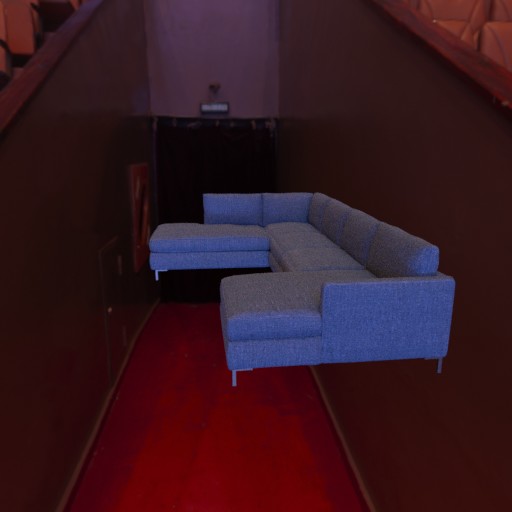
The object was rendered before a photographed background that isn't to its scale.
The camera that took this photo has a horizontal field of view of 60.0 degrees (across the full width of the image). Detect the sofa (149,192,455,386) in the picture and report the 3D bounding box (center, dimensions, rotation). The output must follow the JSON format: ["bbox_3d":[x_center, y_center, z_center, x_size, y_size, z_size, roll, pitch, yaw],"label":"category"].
[{"bbox_3d":[0.000,0.000,3.615,1.879,0.753,2.737,-2,15,-6],"label":"sofa"}]
